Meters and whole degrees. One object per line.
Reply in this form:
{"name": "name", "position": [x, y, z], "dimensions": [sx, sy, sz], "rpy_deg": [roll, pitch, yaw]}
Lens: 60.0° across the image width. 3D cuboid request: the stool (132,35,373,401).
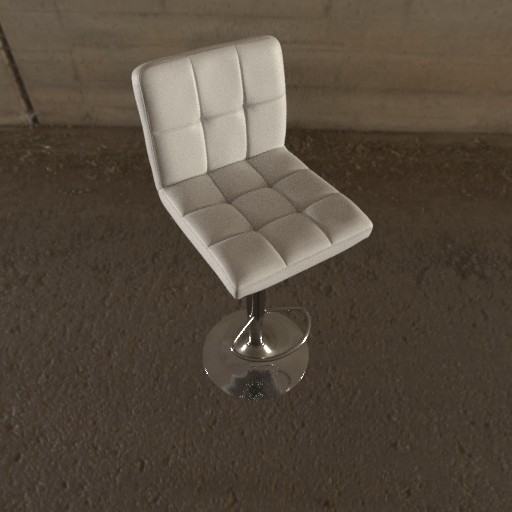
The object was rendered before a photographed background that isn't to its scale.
{"name": "stool", "position": [0.000, 0.000, 1.382], "dimensions": [0.430, 1.115, 0.505], "rpy_deg": [-24, 51, -21]}
